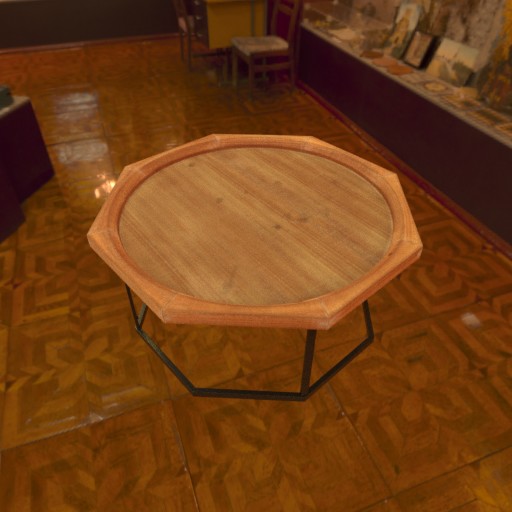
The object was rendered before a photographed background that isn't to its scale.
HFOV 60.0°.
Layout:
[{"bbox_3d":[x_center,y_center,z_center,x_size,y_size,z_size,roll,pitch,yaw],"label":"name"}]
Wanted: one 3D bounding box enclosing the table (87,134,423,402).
[{"bbox_3d":[0.000,0.000,1.505,1.002,0.444,1.002,0,41,0],"label":"table"}]
